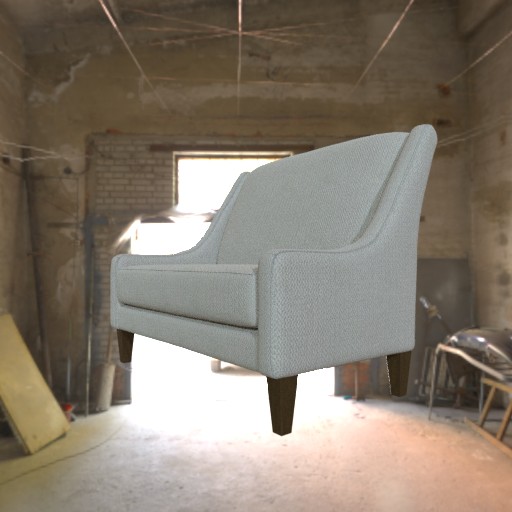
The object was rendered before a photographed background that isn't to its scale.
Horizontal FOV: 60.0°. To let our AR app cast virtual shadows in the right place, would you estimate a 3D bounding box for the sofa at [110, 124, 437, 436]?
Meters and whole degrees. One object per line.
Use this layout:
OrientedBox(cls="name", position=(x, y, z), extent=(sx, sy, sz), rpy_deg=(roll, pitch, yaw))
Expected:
OrientedBox(cls="sofa", position=(0.000, 0.000, 1.930), extent=(0.870, 1.022, 1.242), rpy_deg=(1, -1, -39))
